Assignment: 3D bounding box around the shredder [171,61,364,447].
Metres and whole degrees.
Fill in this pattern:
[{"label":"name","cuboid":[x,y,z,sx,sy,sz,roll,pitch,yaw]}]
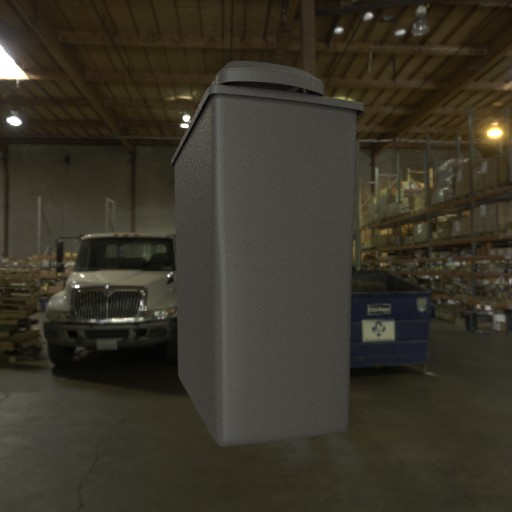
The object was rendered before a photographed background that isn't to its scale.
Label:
[{"label":"shredder","cuboid":[0.000,0.000,0.525,0.170,0.335,0.320,0,-2,-17]}]
